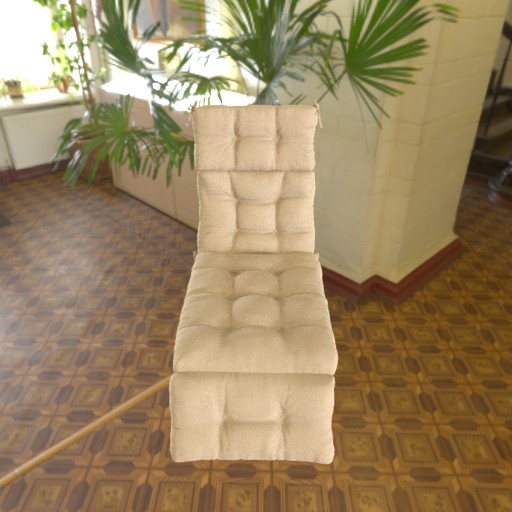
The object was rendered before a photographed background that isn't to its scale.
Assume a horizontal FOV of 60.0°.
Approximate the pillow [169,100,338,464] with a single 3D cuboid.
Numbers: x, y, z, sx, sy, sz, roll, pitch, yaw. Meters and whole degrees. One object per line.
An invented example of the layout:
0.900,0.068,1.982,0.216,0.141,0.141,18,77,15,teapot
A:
0.000,0.000,1.519,0.526,0.863,1.016,0,30,1,pillow
